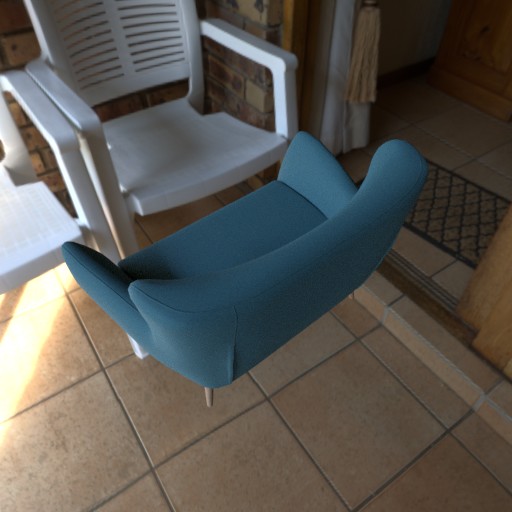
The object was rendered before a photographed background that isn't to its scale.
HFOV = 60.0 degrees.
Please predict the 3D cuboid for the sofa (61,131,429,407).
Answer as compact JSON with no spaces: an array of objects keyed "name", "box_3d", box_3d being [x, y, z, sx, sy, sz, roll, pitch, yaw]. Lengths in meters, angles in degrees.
[{"name":"sofa","box_3d":[0.000,0.000,1.997,1.397,0.889,0.889,-31,54,-27]}]
